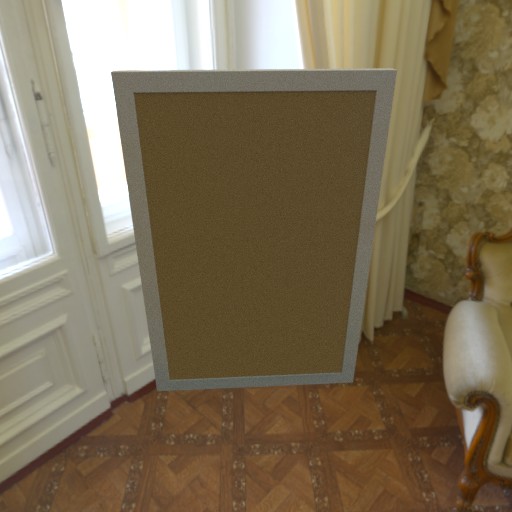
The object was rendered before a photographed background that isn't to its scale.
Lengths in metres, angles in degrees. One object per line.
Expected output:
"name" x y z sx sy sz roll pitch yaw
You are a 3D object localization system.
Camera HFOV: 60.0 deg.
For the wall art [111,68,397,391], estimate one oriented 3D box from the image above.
"wall art" 0.000 0.000 1.469 0.764 1.143 0.038 -2 29 -3
